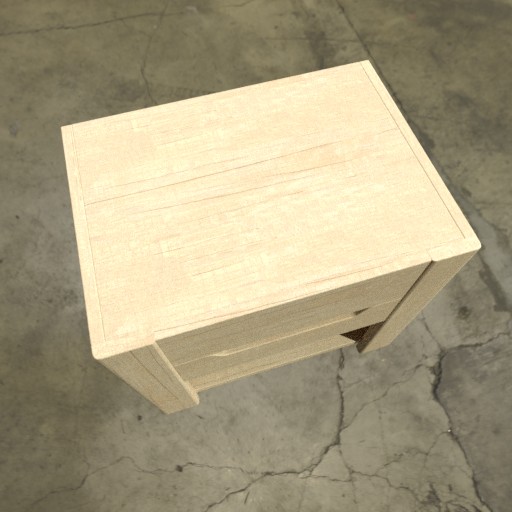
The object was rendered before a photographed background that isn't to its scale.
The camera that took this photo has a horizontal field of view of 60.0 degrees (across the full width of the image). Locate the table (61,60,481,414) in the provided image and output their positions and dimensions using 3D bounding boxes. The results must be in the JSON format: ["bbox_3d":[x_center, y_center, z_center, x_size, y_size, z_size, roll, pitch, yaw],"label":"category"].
[{"bbox_3d":[0.000,0.000,0.929,0.570,0.510,0.420,-15,64,-8],"label":"table"}]
